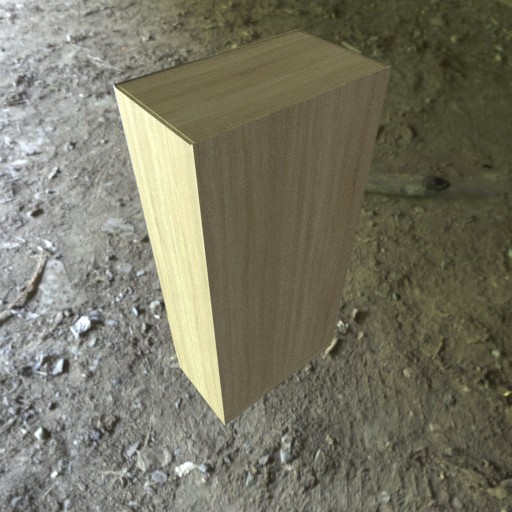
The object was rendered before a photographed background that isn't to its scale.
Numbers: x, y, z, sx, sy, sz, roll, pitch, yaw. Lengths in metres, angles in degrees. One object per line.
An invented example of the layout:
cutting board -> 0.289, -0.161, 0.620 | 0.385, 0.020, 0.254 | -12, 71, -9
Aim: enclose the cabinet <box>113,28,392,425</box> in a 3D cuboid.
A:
cabinet -> 0.000, 0.000, 2.567 | 1.001, 2.121, 0.590 | -30, 52, -26
